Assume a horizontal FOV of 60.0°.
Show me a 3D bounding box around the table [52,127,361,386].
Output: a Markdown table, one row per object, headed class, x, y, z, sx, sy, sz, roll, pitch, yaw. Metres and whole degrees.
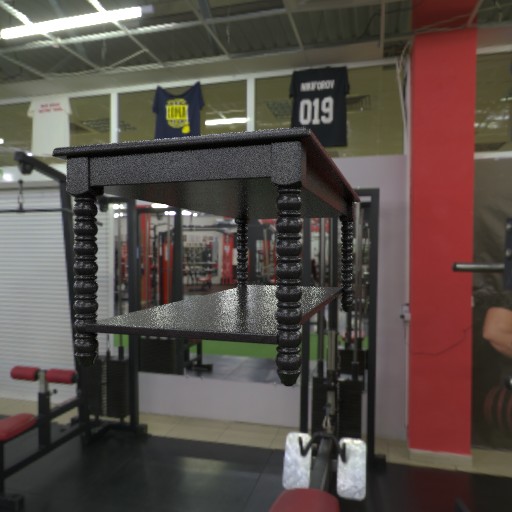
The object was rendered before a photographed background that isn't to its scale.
| class | x | y | z | sx | sy | sz | roll | pitch | yaw |
| --- | --- | --- | --- | --- | --- | --- | --- | --- | --- |
| table | 0.000 | 0.000 | 1.443 | 0.580 | 0.487 | 1.171 | 0 | 1 | 17 |
